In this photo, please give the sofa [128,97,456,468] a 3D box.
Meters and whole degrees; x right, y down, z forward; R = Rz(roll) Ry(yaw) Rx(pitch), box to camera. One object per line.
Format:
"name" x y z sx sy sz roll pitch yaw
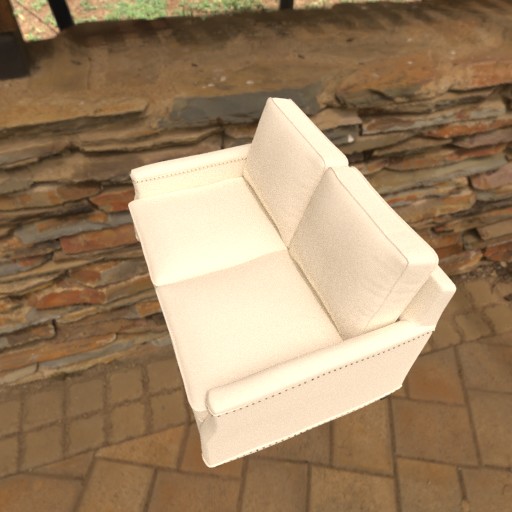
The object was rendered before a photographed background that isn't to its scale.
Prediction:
"sofa" 0.000 0.000 2.285 1.084 1.003 1.597 -16 49 -15
